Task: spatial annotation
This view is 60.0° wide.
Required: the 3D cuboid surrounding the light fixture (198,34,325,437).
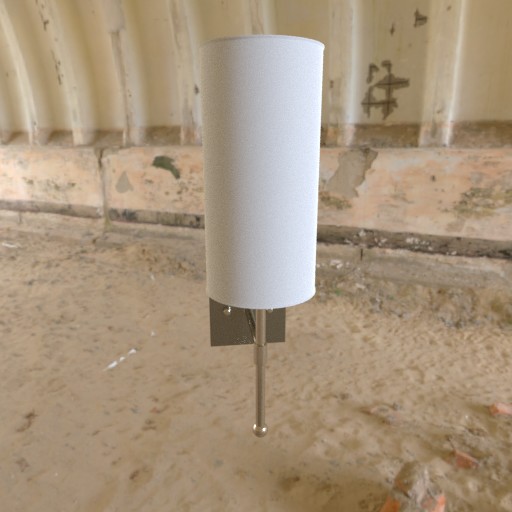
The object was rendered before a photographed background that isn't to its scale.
[{"bbox_3d":[0.000,0.000,0.552,0.128,0.462,0.208,-2,15,-8],"label":"light fixture"}]
